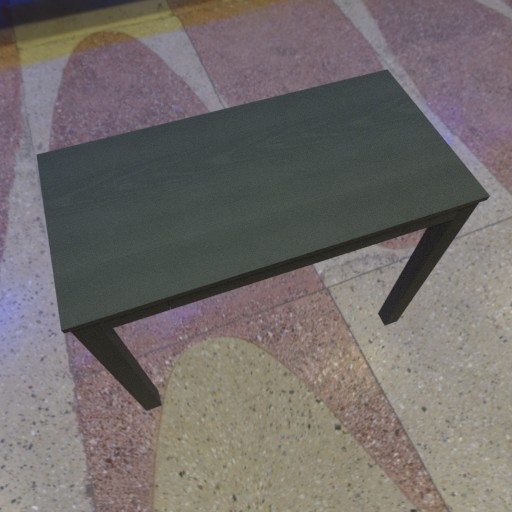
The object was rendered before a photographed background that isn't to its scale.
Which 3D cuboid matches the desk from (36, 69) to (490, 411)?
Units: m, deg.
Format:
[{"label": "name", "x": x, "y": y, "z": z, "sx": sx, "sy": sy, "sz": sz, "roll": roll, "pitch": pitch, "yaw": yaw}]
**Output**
[{"label": "desk", "x": 0.000, "y": 0.000, "z": 1.402, "sx": 0.991, "sy": 0.762, "sz": 0.499, "roll": -17, "pitch": 60, "yaw": -10}]
